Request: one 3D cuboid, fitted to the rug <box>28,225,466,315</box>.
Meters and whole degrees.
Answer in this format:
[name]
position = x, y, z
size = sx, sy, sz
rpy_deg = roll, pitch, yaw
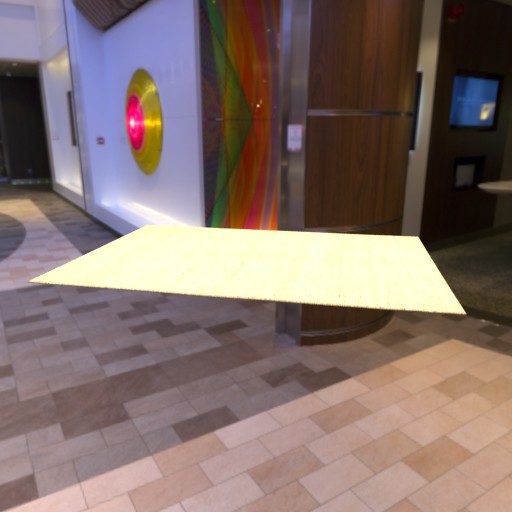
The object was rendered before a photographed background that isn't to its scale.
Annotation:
[rug]
position = 0.000, 0.000, 2.412
size = 1.850, 0.015, 1.250
rpy_deg = 3, 16, 11
